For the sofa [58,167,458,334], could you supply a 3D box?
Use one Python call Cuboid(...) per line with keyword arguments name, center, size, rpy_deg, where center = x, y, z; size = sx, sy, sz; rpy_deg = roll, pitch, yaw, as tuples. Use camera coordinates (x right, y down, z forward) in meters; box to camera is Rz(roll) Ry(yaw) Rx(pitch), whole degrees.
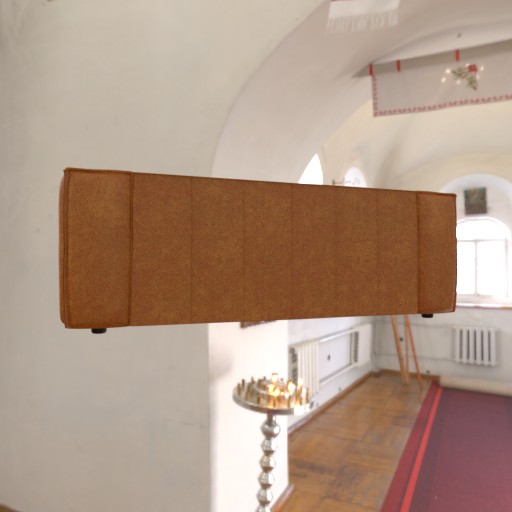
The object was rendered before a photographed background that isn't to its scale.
Cuboid(name="sofa", center=(0.000, 0.000, 2.618), size=(2.088, 0.703, 1.102), rpy_deg=(1, -2, -19))
